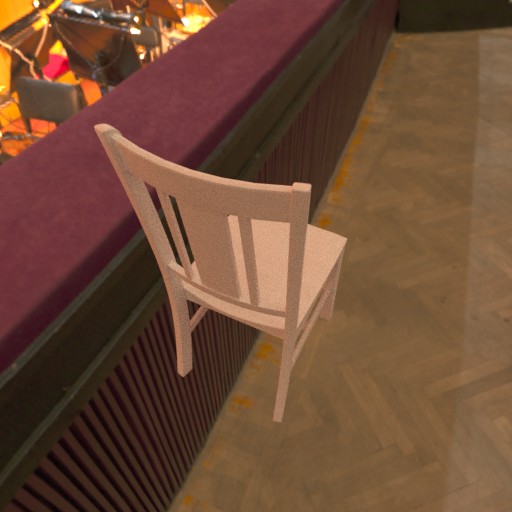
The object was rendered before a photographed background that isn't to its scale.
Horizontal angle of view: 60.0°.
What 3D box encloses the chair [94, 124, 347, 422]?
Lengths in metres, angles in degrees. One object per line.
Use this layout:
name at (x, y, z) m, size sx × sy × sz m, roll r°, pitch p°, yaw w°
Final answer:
chair at (0.000, 0.000, 1.307) m, size 0.450 × 0.998 × 0.555 m, roll 20°, pitch 50°, yaw 18°
